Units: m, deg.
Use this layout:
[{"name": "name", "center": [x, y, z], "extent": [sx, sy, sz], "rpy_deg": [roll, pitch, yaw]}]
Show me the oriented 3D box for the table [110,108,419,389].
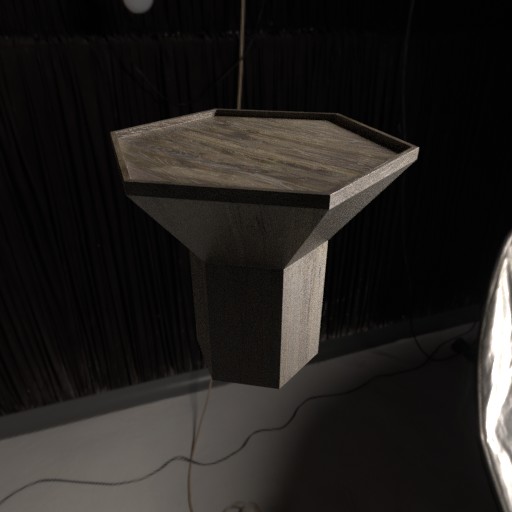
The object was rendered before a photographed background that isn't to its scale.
[{"name": "table", "center": [0.000, 0.000, 1.112], "extent": [0.592, 0.586, 0.683], "rpy_deg": [-10, 31, -17]}]
